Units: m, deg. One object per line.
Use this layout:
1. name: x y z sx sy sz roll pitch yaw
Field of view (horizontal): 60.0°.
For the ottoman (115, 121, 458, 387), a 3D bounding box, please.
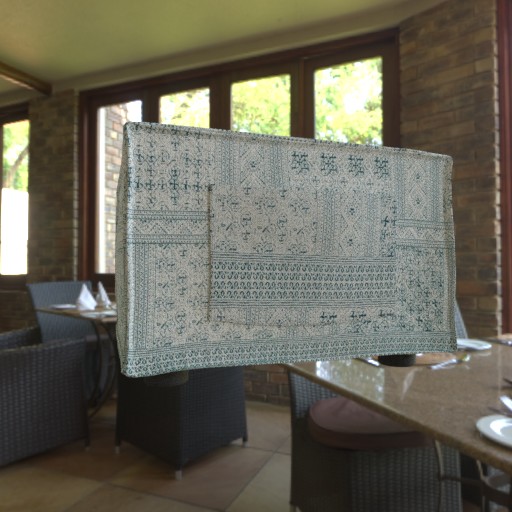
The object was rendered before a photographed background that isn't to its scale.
1. ottoman: 0.000 0.000 1.026 0.617 0.439 0.626 0 -2 -18
